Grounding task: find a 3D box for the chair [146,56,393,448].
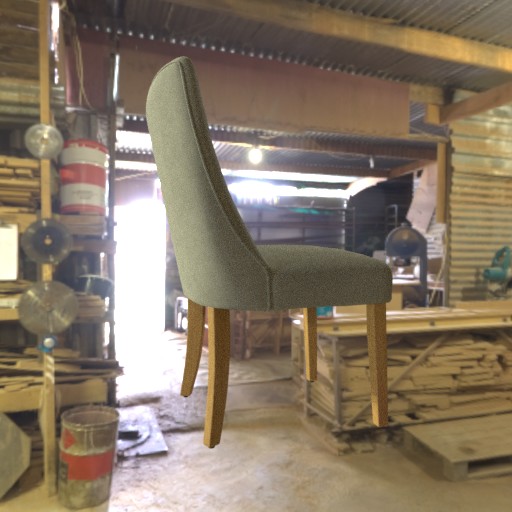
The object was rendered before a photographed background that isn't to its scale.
[{"bbox_3d":[0.000,0.000,1.279,0.610,0.902,0.495,0,1,-18],"label":"chair"}]
